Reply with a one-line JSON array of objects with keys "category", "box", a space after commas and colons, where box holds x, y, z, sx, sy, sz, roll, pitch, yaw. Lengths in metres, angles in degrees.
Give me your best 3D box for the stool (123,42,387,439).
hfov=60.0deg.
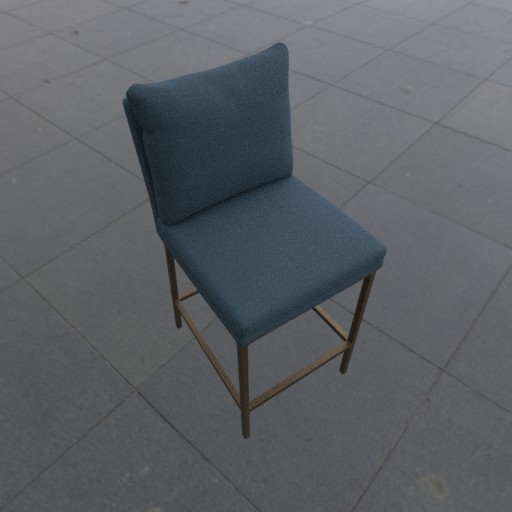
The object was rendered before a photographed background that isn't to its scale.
[{"category": "stool", "box": [0.000, 0.000, 1.329, 0.463, 1.032, 0.568, -26, 52, -22]}]
